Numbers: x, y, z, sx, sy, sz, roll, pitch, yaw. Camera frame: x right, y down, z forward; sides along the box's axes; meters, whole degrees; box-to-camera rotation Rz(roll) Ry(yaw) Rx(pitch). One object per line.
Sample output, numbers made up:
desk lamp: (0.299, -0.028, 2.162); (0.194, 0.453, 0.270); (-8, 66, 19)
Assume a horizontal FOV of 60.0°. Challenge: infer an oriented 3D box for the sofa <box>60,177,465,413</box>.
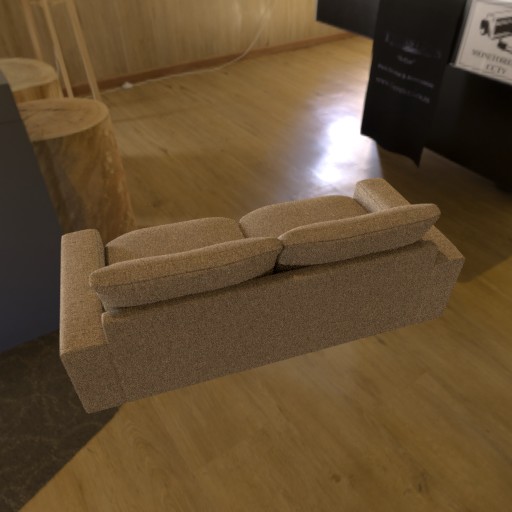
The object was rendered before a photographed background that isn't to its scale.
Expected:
sofa: (0.000, 0.000, 2.807); (2.299, 0.922, 1.040); (-12, 42, -14)
